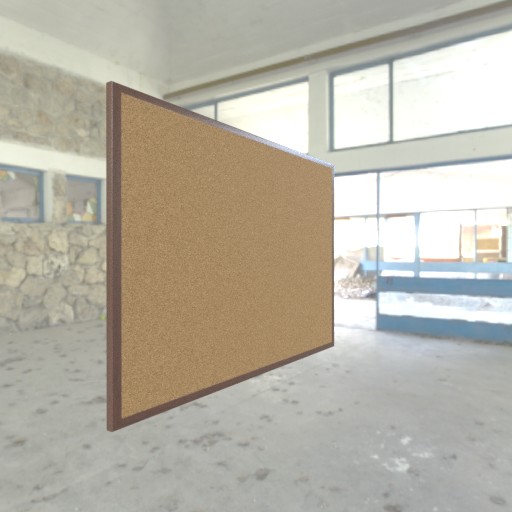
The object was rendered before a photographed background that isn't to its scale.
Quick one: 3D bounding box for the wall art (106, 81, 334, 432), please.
[{"bbox_3d":[0.000,0.000,0.846,0.014,0.455,0.660,0,0,35],"label":"wall art"}]
